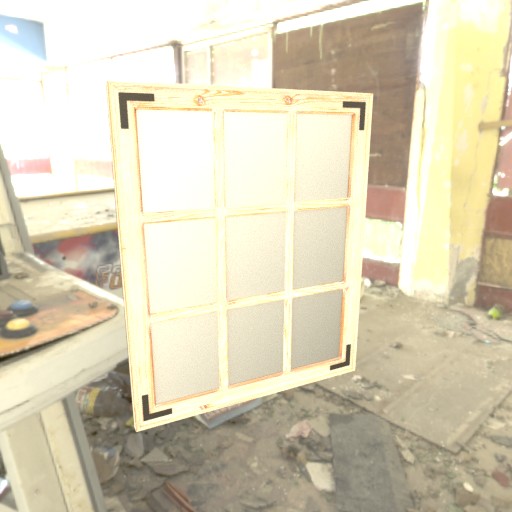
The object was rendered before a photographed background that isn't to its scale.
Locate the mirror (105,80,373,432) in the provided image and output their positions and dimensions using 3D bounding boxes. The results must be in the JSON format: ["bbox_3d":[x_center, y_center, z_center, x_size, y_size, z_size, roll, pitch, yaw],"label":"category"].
[{"bbox_3d":[0.000,0.000,1.240,0.730,0.882,0.032,-7,17,-25],"label":"mirror"}]
